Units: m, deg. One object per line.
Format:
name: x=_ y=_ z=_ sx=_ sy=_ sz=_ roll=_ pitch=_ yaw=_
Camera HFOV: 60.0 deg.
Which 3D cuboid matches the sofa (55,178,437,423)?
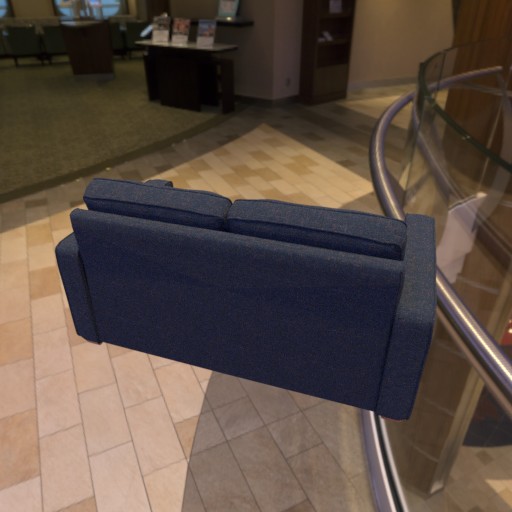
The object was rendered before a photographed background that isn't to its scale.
sofa: x=0.000 y=0.000 z=2.277 sx=1.709 sy=0.918 sz=0.947 roll=10 pitch=33 yaw=16
